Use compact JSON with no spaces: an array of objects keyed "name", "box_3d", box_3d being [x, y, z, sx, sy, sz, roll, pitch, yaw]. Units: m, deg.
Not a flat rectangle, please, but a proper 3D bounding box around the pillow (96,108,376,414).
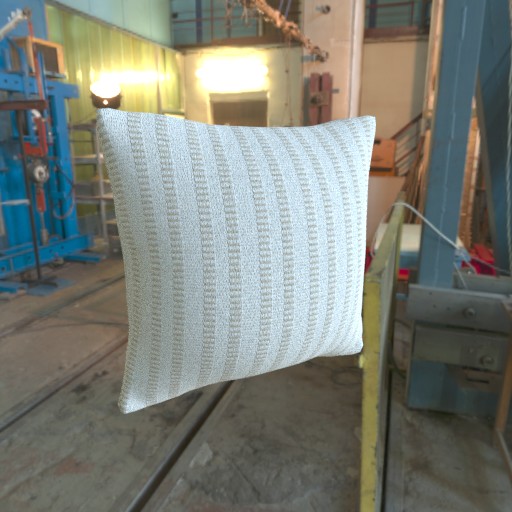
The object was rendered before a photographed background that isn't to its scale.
[{"name":"pillow","box_3d":[0.000,0.000,0.677,0.438,0.419,0.247,-7,16,-26]}]
